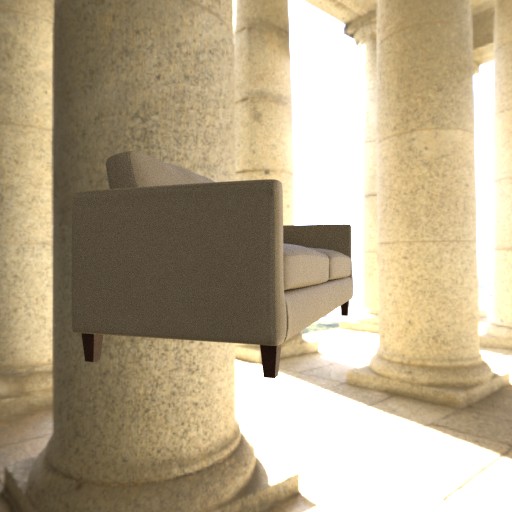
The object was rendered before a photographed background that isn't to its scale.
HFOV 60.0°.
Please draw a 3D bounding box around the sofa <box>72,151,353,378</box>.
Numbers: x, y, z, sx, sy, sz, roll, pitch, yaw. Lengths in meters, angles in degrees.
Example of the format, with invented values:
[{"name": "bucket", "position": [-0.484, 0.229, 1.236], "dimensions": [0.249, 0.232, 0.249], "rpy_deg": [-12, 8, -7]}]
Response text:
[{"name": "sofa", "position": [0.000, 0.000, 2.742], "dimensions": [0.948, 0.932, 2.181], "rpy_deg": [0, -1, 19]}]
